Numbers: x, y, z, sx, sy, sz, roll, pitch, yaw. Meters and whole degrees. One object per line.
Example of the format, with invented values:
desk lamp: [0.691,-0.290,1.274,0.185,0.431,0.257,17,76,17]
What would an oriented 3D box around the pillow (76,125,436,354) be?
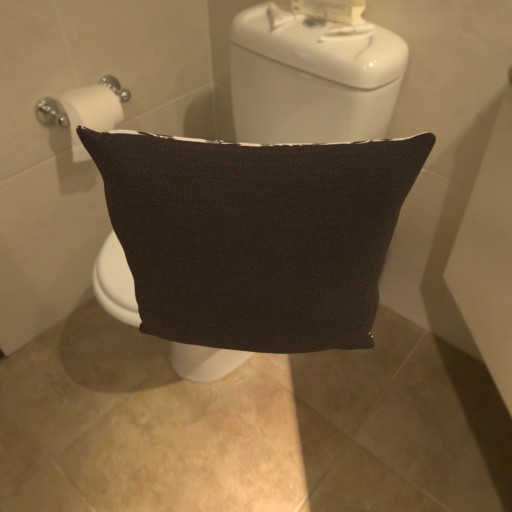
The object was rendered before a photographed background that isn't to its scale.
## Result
pillow: [0.000,0.000,0.680,0.440,0.441,0.182,3,46,3]
